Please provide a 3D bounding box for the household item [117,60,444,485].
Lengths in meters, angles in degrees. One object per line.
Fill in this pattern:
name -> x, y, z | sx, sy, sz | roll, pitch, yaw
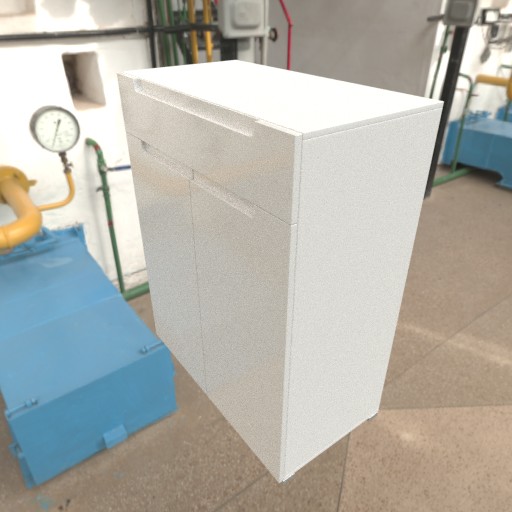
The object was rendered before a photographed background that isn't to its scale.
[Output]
household item -> 0.000, 0.000, 1.378 | 0.420, 1.010, 0.790 | -21, 37, -31
